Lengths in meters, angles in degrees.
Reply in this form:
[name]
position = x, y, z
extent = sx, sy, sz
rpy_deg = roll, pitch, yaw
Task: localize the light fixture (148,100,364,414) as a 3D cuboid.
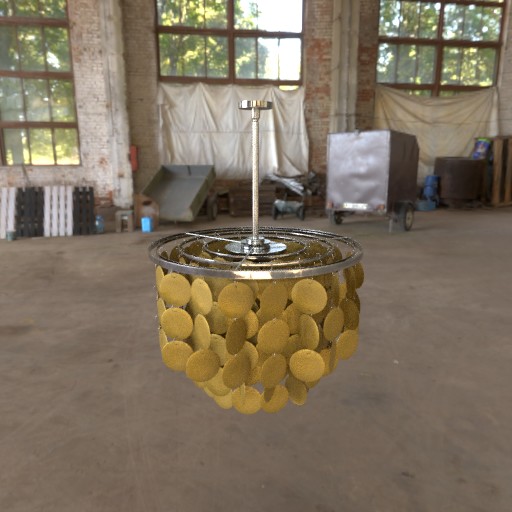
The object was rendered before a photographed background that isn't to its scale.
[light fixture]
position = 0.000, 0.000, 0.746
extent = 0.368, 0.492, 0.368
rpy_deg = 0, 13, 0
